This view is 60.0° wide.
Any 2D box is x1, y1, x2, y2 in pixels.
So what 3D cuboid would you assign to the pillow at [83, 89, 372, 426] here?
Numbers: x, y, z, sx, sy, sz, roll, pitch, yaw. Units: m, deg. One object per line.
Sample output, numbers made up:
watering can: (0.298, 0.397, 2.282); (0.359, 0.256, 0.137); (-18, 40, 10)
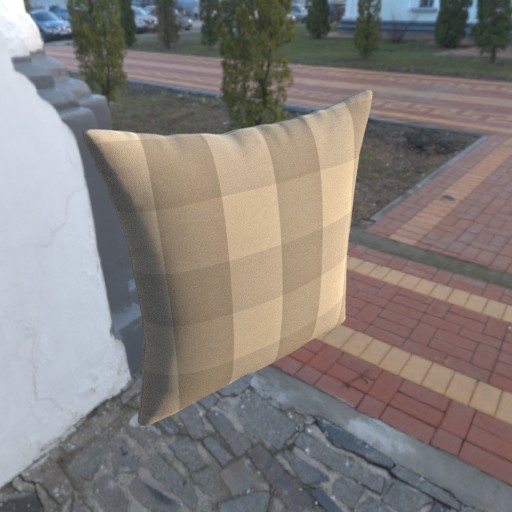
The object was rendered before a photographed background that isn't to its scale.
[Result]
pillow: (0.000, 0.000, 0.779); (0.511, 0.509, 0.161); (-20, 35, -31)
